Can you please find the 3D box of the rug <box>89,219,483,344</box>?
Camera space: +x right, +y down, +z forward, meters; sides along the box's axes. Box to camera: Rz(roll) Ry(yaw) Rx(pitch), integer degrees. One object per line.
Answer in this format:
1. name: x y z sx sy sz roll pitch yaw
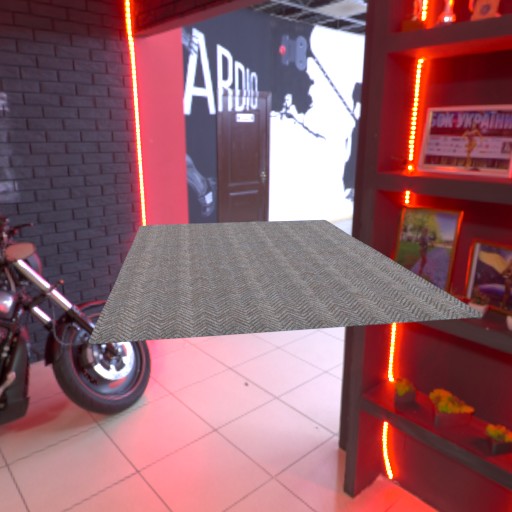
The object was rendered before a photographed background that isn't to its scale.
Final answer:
1. rug: 0.000 0.000 5.029 2.894 0.011 3.957 -2 16 -9
